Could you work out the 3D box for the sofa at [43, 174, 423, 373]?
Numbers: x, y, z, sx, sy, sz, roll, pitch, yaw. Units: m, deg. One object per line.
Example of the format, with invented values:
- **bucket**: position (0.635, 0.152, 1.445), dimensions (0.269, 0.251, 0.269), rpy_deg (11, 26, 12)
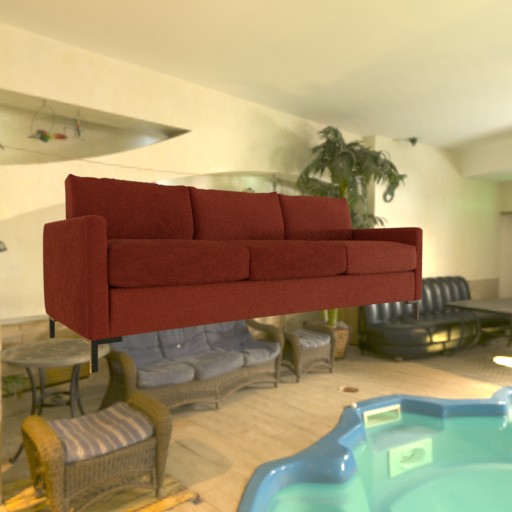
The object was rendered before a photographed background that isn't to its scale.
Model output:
- **sofa**: position (0.000, 0.000, 2.705), dimensions (2.252, 0.879, 0.875), rpy_deg (-1, 2, -36)
